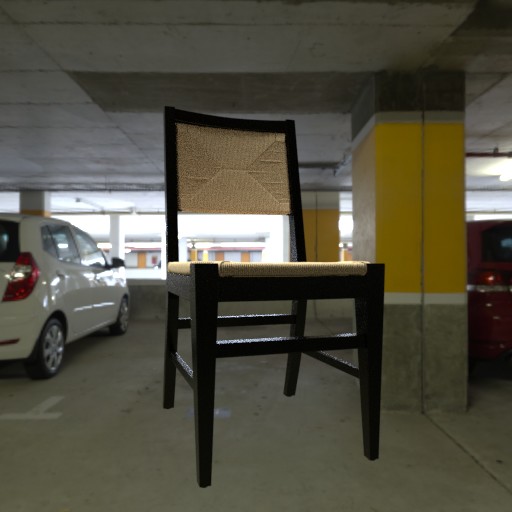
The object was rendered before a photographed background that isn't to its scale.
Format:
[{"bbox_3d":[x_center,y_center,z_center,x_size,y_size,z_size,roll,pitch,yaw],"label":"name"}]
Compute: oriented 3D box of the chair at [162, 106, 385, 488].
[{"bbox_3d":[0.000,0.000,1.190,0.437,0.927,0.552,0,-1,-18],"label":"chair"}]
